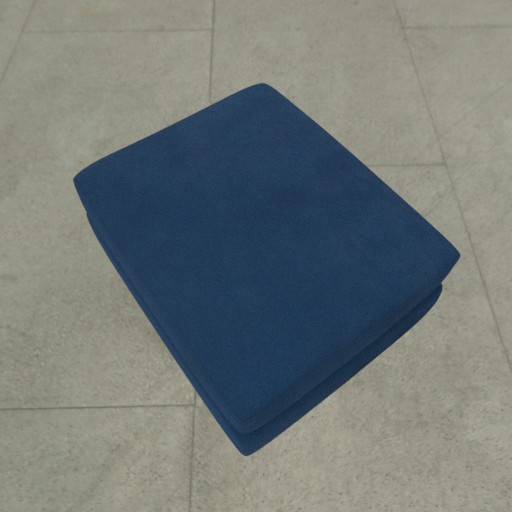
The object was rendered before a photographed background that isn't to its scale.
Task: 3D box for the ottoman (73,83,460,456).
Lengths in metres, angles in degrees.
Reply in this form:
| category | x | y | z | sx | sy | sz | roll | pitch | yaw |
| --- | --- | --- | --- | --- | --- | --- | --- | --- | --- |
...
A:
| category | x | y | z | sx | sy | sz | roll | pitch | yaw |
| --- | --- | --- | --- | --- | --- | --- | --- | --- | --- |
| ottoman | 0.000 | 0.000 | 1.217 | 0.655 | 0.485 | 0.794 | -33 | 65 | -18 |
